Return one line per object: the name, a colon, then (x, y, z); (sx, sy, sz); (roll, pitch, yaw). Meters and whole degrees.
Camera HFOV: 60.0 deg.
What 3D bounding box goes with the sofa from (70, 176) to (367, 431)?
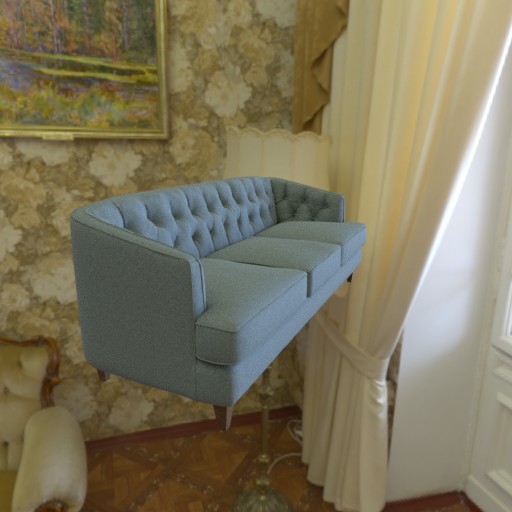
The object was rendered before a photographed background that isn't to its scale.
sofa: (0.000, 0.000, 2.743); (0.941, 0.855, 2.278); (7, 16, 24)
